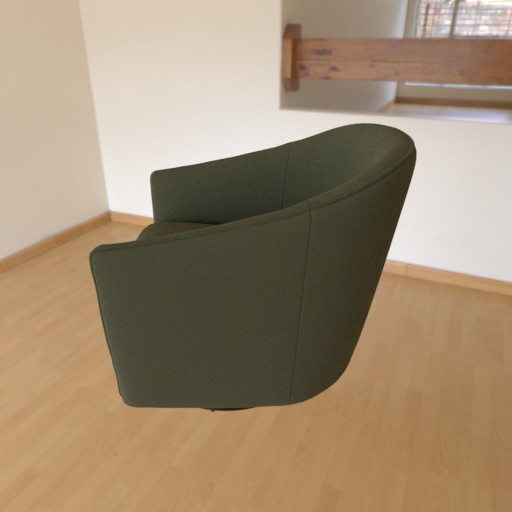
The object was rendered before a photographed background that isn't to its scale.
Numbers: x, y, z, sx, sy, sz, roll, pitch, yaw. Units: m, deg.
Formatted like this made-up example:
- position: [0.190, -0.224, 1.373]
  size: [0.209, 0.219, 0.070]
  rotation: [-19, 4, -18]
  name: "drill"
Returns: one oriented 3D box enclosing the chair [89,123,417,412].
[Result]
- position: [0.000, 0.000, 1.445]
  size: [0.875, 0.799, 0.747]
  rotation: [0, 26, 0]
  name: "chair"
